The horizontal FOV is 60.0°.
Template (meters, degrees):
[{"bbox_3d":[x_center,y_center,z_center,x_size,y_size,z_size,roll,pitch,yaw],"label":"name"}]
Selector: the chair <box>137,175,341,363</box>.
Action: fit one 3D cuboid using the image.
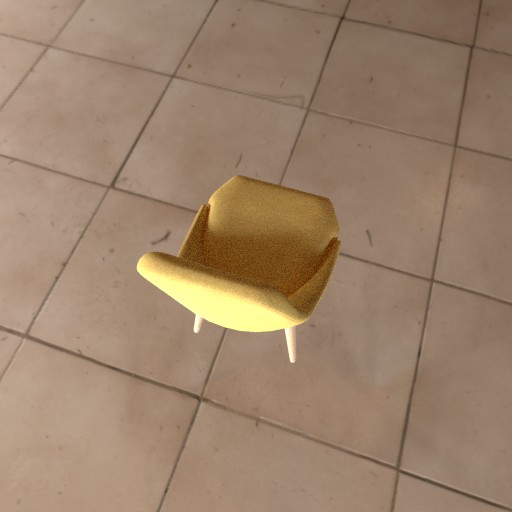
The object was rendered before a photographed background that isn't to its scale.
[{"bbox_3d":[0.000,0.000,1.421,0.510,1.040,0.660,16,65,7],"label":"chair"}]
